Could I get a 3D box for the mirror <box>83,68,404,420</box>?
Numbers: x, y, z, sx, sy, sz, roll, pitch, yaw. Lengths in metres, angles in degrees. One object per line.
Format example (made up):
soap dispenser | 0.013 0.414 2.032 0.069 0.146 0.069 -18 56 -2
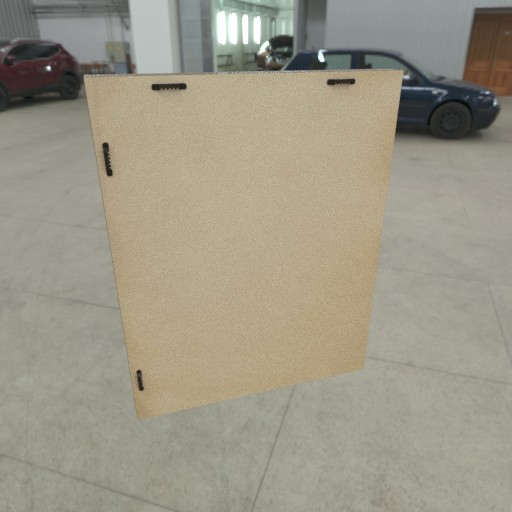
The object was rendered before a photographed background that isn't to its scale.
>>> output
mirror | 0.000 0.000 0.663 0.406 0.509 0.041 -8 27 -16
